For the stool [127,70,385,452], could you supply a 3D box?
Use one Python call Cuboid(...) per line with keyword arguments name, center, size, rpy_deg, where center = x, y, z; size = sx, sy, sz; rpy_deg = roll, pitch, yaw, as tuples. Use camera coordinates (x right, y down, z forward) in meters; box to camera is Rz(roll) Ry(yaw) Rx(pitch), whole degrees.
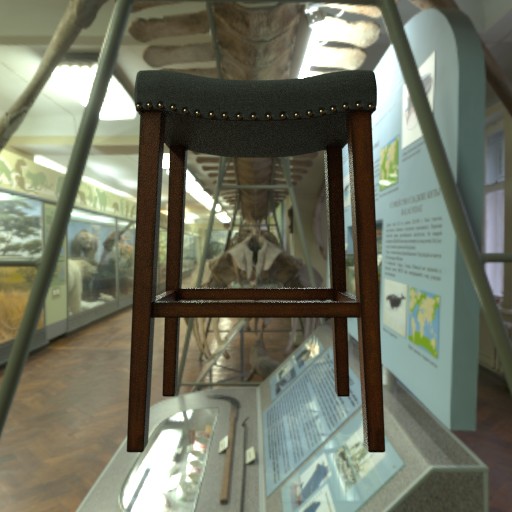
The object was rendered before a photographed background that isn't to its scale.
Cuboid(name="stool", center=(0.000, 0.000, 1.037), size=(0.502, 0.760, 0.366), rpy_deg=(0, 1, 0))
